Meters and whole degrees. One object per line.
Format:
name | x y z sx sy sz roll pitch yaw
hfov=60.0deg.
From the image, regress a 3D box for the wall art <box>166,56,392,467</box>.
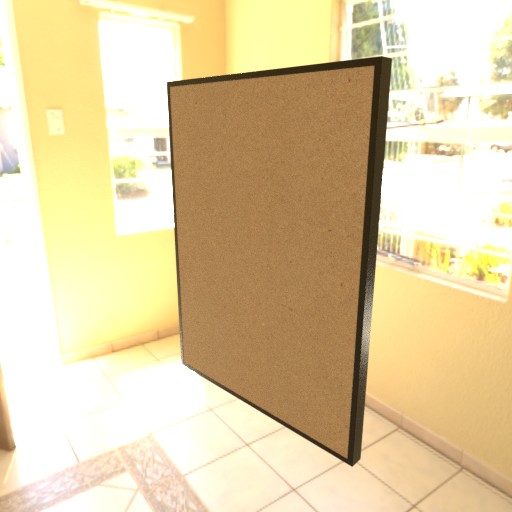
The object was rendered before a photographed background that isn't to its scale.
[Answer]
wall art | 0.000 0.000 1.359 0.788 1.046 0.043 15 22 42
